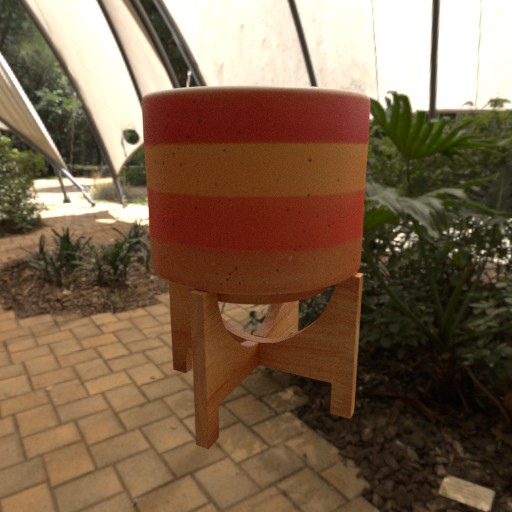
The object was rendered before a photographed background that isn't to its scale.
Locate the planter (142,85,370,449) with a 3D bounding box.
[{"bbox_3d":[0.000,0.000,0.561,0.269,0.379,0.269,0,15,0],"label":"planter"}]
